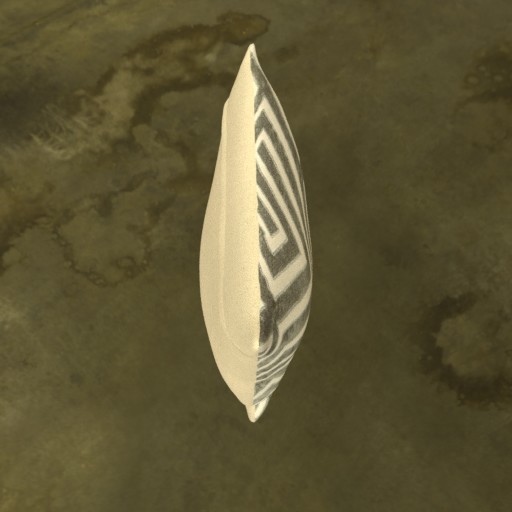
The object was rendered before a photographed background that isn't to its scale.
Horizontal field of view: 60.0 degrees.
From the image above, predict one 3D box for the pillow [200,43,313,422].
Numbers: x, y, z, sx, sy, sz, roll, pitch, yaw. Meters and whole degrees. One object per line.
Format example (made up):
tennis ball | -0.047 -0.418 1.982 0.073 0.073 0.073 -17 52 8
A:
pillow | 0.000 0.000 0.694 0.182 0.441 0.440 -1 63 0
